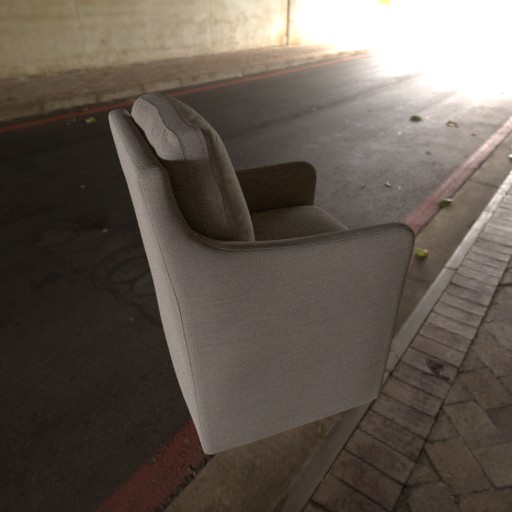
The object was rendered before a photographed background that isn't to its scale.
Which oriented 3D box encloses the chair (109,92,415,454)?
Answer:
[{"bbox_3d":[0.000,0.000,1.351,0.694,0.914,0.626,-11,32,-18],"label":"chair"}]
